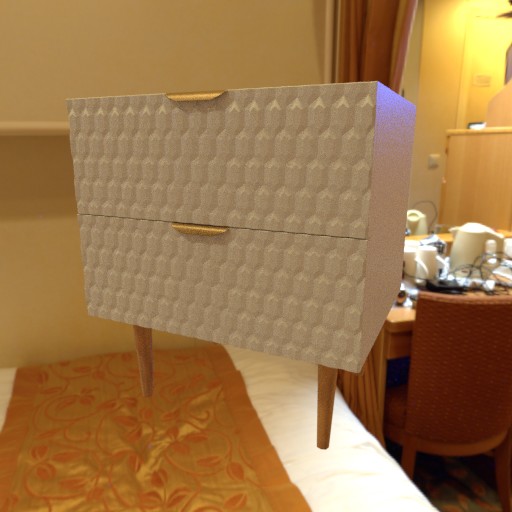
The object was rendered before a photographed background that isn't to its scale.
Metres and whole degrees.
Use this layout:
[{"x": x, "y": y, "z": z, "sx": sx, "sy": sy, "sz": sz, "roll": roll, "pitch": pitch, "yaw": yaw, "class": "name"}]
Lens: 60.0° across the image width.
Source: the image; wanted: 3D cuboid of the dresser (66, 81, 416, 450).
[{"x": 0.000, "y": 0.000, "z": 0.866, "sx": 0.503, "sy": 0.568, "sz": 0.414, "roll": 7, "pitch": 16, "yaw": 25, "class": "dresser"}]
